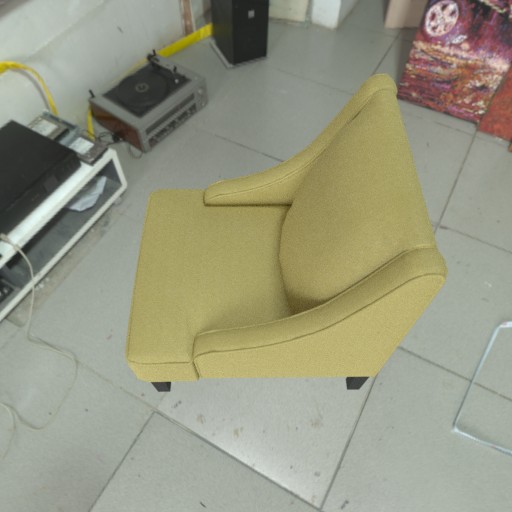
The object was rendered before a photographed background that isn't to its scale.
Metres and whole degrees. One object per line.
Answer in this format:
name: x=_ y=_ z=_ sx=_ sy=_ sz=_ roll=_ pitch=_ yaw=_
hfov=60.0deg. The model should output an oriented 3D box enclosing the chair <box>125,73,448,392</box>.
chair: x=0.000 y=0.000 z=1.467 sx=0.814 sy=0.896 sz=0.696 roll=-1 pitch=58 yaw=0
